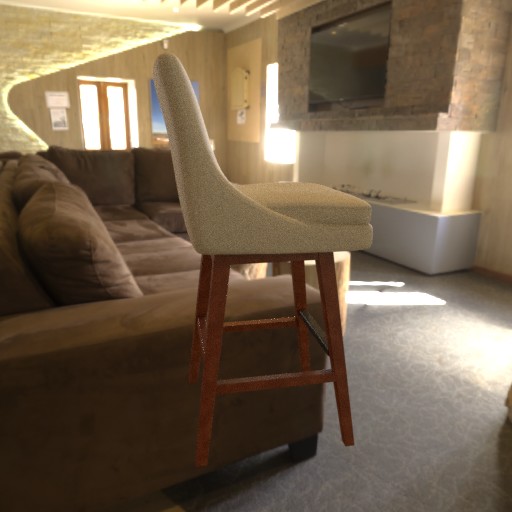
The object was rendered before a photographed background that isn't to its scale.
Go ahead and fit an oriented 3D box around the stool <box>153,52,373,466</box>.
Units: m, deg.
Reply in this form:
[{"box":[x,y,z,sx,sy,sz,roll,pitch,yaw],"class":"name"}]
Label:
[{"box":[0.000,0.000,1.371,0.559,1.092,0.470,-3,16,-11],"class":"stool"}]
